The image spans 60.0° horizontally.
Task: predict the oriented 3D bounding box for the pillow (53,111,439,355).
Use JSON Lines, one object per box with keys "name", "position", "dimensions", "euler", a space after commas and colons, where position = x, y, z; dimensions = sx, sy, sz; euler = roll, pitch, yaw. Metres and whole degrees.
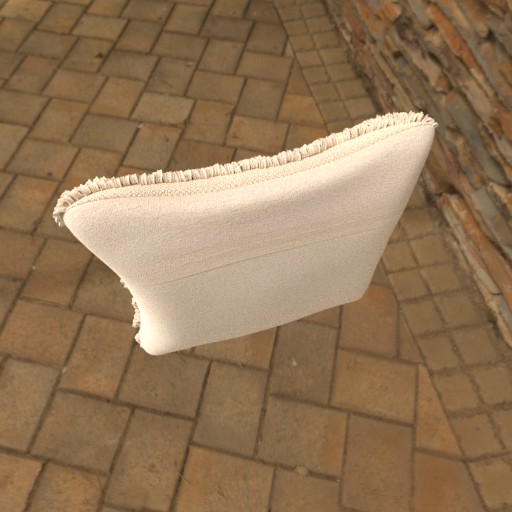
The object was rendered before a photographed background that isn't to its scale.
{"name": "pillow", "position": [0.000, 0.000, 0.652], "dimensions": [0.437, 0.427, 0.145], "euler": [-14, 60, -9]}
